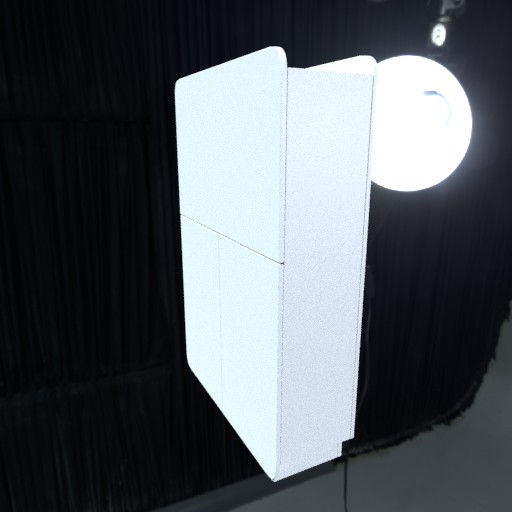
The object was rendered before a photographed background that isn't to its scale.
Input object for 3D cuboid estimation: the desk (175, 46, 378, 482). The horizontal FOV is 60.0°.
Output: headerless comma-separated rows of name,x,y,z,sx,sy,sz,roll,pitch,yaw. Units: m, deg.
desk,0.000,0.000,1.521,0.278,1.190,0.795,-8,17,-26
